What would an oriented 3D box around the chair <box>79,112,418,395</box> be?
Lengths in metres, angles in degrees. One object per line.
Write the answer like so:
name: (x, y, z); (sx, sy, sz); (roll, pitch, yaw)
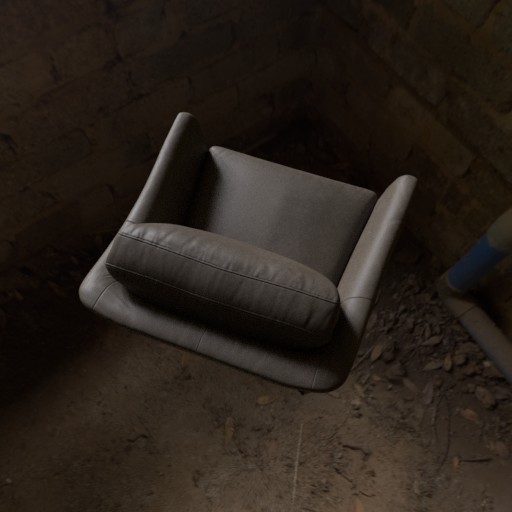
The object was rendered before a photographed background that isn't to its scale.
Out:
chair: (0.000, 0.000, 1.690); (0.988, 0.901, 0.961); (18, 66, 8)
